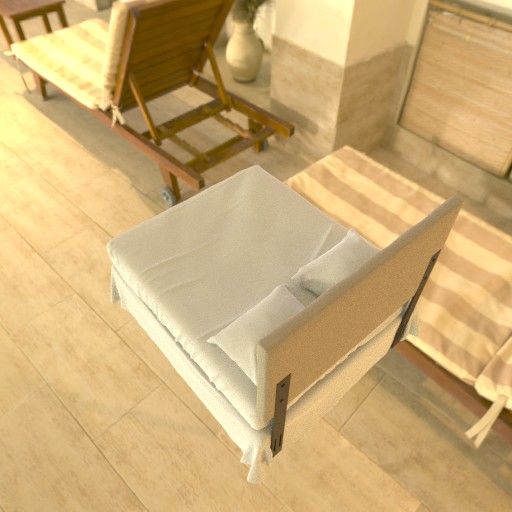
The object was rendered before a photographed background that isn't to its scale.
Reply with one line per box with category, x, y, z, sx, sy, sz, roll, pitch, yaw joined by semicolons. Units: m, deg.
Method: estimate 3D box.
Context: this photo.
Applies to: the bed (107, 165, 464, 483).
bed;0.000;0.000;3.461;1.936;1.577;2.222;-32;56;-26
